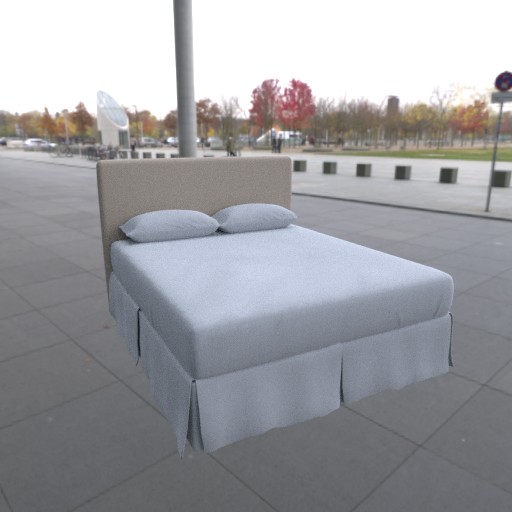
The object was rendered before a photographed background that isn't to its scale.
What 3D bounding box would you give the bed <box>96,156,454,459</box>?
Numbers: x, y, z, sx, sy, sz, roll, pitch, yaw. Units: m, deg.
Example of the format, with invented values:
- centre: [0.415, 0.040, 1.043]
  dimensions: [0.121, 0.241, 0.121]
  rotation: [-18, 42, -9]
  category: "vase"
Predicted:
- centre: [0.000, 0.000, 3.228]
  dimensions: [1.884, 1.330, 2.142]
  rotation: [-8, 17, -27]
  category: "bed"
